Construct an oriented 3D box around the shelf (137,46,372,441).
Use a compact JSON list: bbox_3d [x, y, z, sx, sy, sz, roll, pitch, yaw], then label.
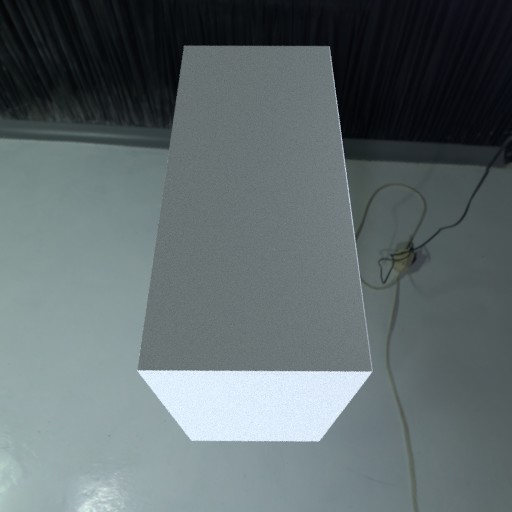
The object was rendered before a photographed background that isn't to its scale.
[{"bbox_3d":[0.000,0.000,1.289,0.396,0.732,0.895,0,59,0],"label":"shelf"}]
